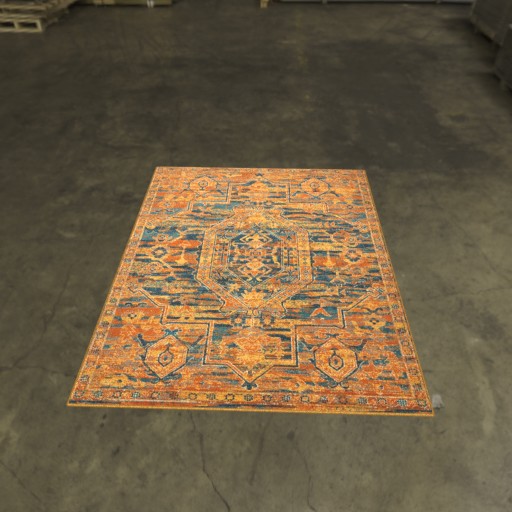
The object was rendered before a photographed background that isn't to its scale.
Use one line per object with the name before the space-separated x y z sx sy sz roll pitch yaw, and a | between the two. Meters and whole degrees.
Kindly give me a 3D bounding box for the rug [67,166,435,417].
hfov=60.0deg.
rug | 0.000 0.000 4.045 2.435 0.031 3.040 1 42 1
